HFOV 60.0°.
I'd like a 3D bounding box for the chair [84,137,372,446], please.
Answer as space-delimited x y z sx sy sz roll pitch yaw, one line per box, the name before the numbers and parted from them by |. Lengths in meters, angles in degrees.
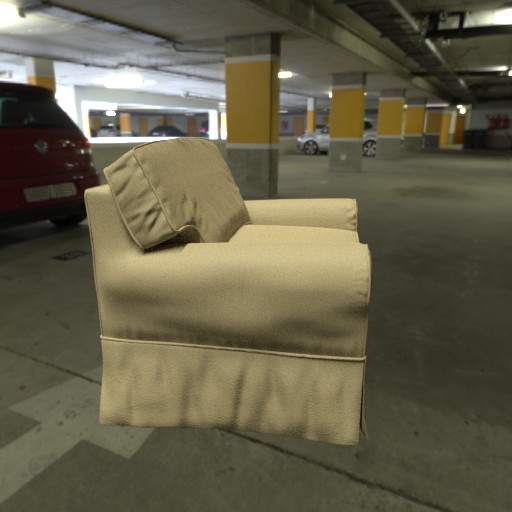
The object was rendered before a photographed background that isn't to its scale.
chair | 0.000 0.000 1.814 0.903 0.937 1.096 3 16 10
